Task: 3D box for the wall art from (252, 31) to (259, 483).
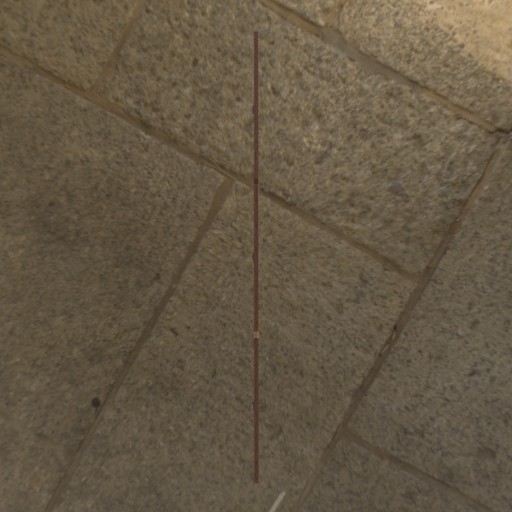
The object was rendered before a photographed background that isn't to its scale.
[{"bbox_3d":[0.000,0.000,1.805,0.019,1.218,1.221,0,91,0],"label":"wall art"}]
